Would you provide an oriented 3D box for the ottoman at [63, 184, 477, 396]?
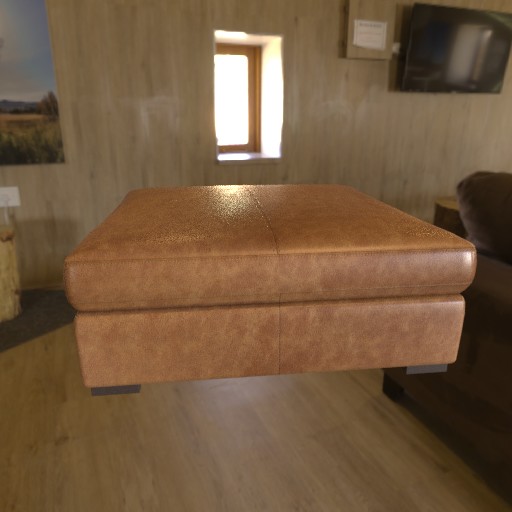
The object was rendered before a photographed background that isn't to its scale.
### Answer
[{"bbox_3d":[0.000,0.000,1.810,1.169,0.483,1.168,-2,17,-7],"label":"ottoman"}]
